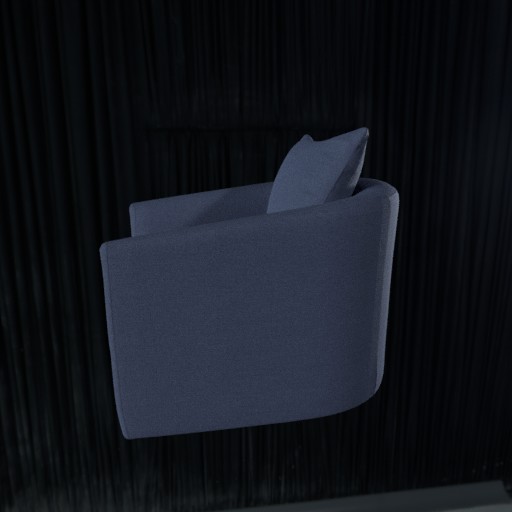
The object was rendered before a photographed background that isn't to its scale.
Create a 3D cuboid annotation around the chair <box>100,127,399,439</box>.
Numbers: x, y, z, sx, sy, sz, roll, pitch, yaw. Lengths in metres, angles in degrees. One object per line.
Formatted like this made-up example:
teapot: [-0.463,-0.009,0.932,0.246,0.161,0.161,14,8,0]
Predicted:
chair: [0.000,0.000,1.555,0.910,0.848,0.845,-2,14,-10]
